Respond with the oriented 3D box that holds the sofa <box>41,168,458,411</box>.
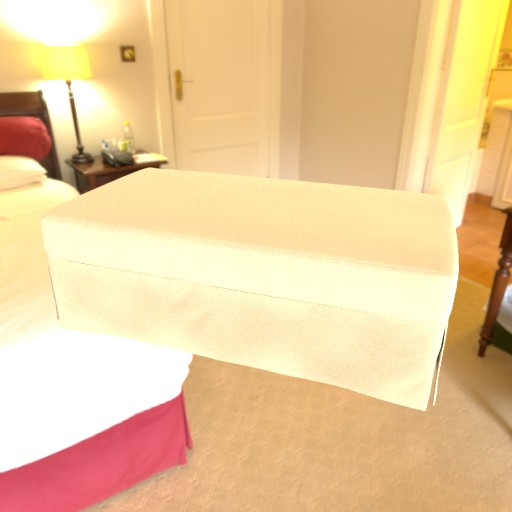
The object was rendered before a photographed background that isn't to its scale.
[{"bbox_3d":[0.000,0.000,2.072,1.677,0.552,0.939,8,27,17],"label":"sofa"}]
